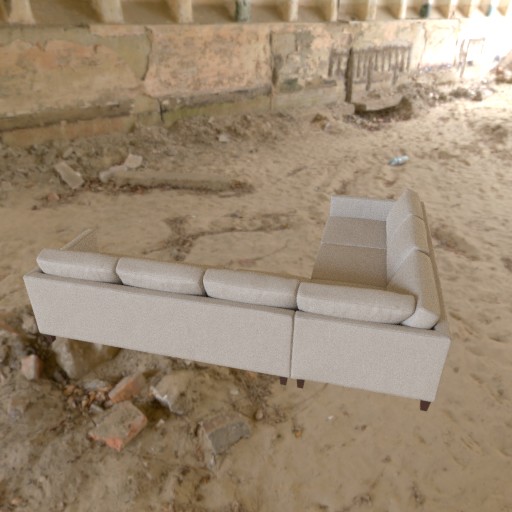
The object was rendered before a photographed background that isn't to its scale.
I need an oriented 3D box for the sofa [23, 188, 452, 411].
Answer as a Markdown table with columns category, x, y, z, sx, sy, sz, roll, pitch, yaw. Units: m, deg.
| category | x | y | z | sx | sy | sz | roll | pitch | yaw |
| --- | --- | --- | --- | --- | --- | --- | --- | --- | --- |
| sofa | 0.000 | 0.000 | 4.272 | 3.182 | 0.863 | 2.432 | 7 | 30 | 12 |
